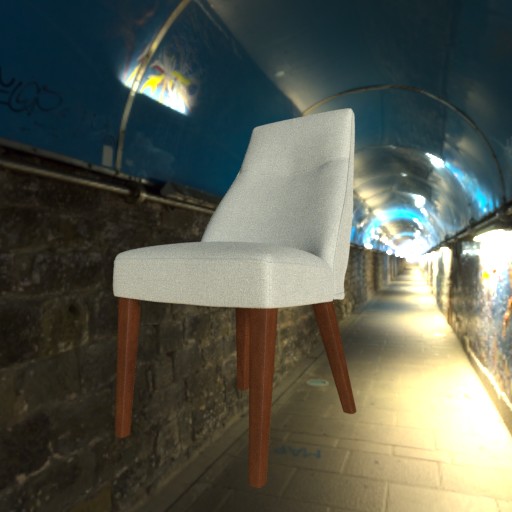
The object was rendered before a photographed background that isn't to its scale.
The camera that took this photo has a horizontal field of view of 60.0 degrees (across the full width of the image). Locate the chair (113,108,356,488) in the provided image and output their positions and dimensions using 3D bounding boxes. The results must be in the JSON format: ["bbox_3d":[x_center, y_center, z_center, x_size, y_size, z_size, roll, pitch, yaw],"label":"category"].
[{"bbox_3d":[0.000,0.000,1.263,0.500,0.930,0.620,0,0,35],"label":"chair"}]
